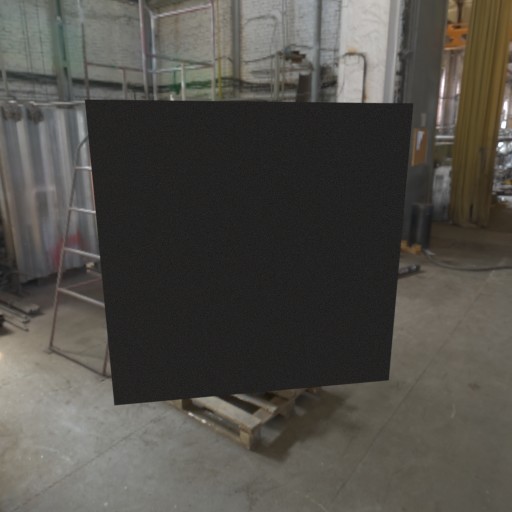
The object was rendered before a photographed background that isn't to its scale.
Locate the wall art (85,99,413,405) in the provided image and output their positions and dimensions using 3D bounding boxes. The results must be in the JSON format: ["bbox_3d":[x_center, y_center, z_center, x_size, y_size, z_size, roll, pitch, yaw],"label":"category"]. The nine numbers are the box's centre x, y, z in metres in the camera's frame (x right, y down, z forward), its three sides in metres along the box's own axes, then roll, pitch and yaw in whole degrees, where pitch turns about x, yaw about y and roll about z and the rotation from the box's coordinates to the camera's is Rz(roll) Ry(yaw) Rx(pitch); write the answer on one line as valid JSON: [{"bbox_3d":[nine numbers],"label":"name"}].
[{"bbox_3d":[0.000,0.000,0.465,0.308,0.305,0.030,-2,16,-9],"label":"wall art"}]
